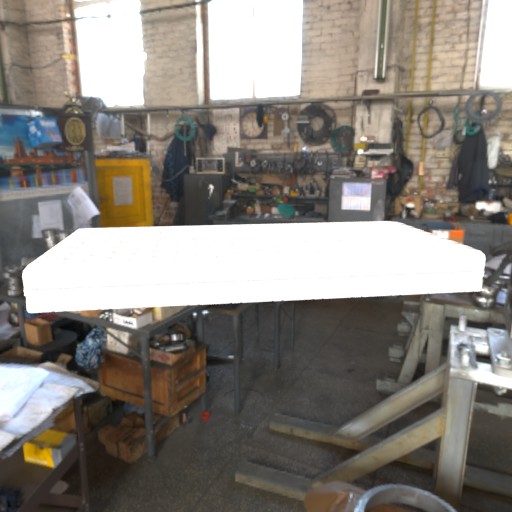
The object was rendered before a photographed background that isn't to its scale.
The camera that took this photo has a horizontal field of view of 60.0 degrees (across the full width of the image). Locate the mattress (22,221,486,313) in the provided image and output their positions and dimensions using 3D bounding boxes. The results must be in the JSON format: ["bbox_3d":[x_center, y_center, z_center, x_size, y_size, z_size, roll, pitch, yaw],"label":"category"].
[{"bbox_3d":[0.000,0.000,2.326,2.000,0.200,0.900,-2,14,-8],"label":"mattress"}]
